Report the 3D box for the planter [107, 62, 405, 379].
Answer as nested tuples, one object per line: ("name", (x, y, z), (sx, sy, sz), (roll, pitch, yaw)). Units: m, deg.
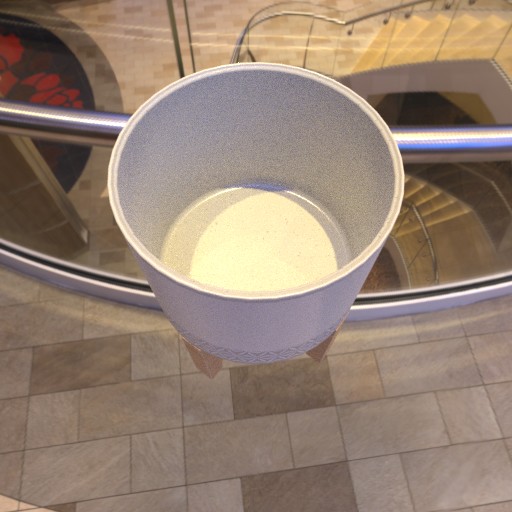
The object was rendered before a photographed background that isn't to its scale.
("planter", (0.000, 0.000, 0.274), (0.130, 0.178, 0.130), (0, 62, 0))
